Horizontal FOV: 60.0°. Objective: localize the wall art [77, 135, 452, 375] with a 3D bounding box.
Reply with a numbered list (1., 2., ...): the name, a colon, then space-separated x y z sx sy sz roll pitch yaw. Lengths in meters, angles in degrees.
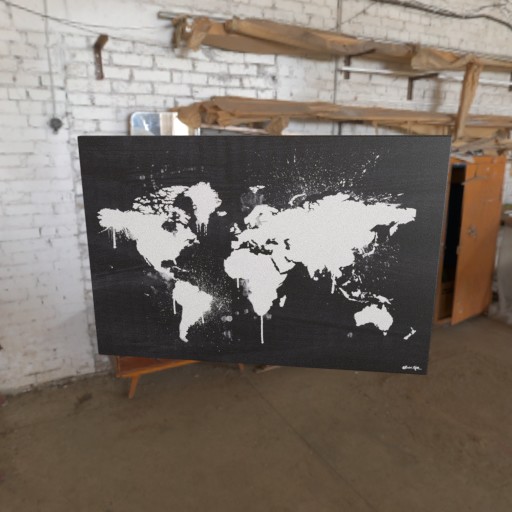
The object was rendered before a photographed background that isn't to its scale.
1. wall art: 0.000 0.000 1.163 0.912 0.612 0.038 2 15 7
